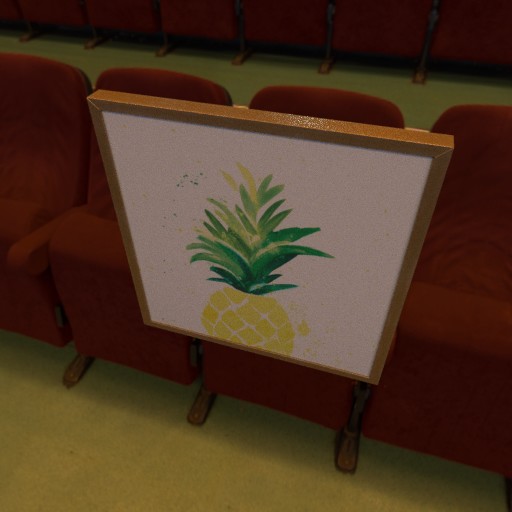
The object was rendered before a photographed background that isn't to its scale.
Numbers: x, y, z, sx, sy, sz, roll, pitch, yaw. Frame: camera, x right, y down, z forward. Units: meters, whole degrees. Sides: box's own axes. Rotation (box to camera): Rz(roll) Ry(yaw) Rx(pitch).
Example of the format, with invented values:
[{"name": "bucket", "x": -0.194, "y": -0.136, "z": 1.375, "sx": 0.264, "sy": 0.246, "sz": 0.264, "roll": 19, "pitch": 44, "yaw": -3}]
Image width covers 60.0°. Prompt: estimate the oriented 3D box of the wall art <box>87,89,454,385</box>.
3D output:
[{"name": "wall art", "x": 0.000, "y": 0.000, "z": 0.770, "sx": 0.510, "sy": 0.509, "sz": 0.033, "roll": 12, "pitch": 43, "yaw": 13}]
